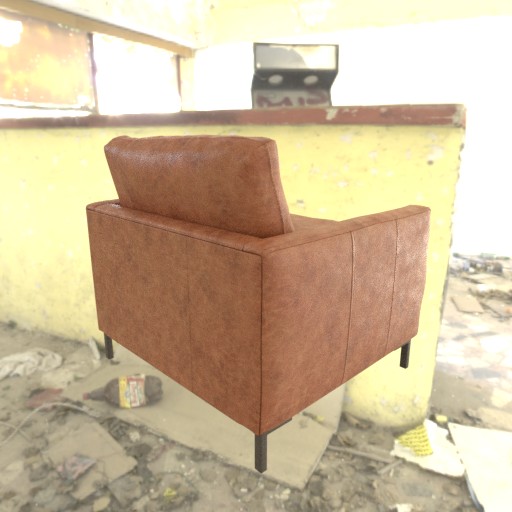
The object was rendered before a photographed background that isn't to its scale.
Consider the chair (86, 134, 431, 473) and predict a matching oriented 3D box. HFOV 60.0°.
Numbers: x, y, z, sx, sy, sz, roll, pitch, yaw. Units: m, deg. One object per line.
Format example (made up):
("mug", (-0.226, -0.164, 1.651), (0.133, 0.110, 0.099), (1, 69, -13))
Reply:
("chair", (0.000, 0.000, 1.644), (0.862, 0.869, 0.967), (-14, 21, -42))
